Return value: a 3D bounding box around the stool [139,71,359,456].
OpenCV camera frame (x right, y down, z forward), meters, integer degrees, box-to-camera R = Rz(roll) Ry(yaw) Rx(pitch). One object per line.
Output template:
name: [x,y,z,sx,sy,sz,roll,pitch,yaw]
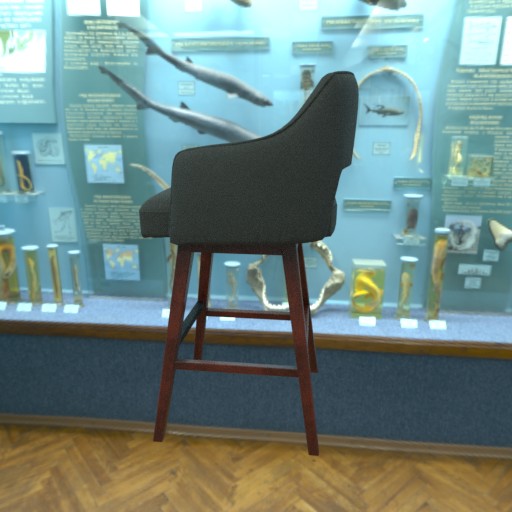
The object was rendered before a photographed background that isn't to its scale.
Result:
stool: [0.000,0.000,1.349,0.558,1.012,0.548,2,16,7]
